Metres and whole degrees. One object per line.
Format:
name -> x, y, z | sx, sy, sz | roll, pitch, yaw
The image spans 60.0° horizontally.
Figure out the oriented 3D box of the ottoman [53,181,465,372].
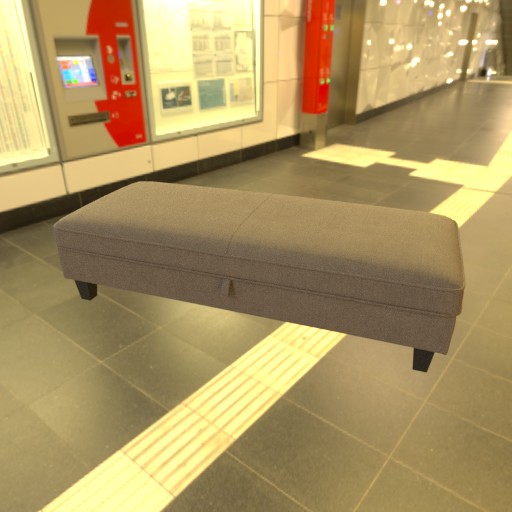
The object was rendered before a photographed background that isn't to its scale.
ottoman -> 0.000, 0.000, 2.110 | 1.764, 0.470, 0.751 | 9, 27, 18
